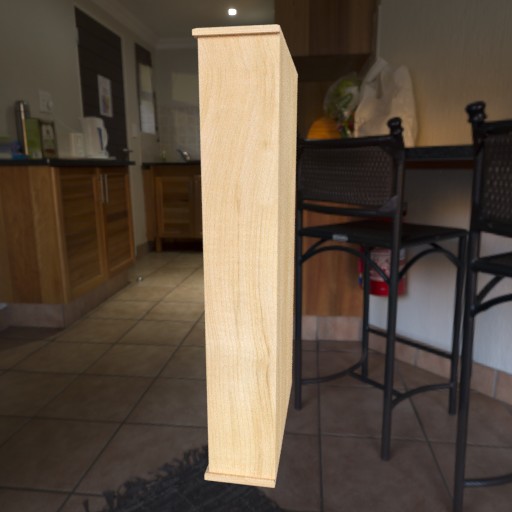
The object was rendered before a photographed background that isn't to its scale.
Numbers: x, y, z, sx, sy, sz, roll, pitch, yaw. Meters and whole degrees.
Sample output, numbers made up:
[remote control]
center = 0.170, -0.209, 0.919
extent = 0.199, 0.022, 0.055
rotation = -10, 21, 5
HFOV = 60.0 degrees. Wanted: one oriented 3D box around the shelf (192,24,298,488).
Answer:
[shelf]
center = 0.000, 0.000, 1.222
extent = 0.175, 1.030, 0.520
rotation = 2, 13, 9
